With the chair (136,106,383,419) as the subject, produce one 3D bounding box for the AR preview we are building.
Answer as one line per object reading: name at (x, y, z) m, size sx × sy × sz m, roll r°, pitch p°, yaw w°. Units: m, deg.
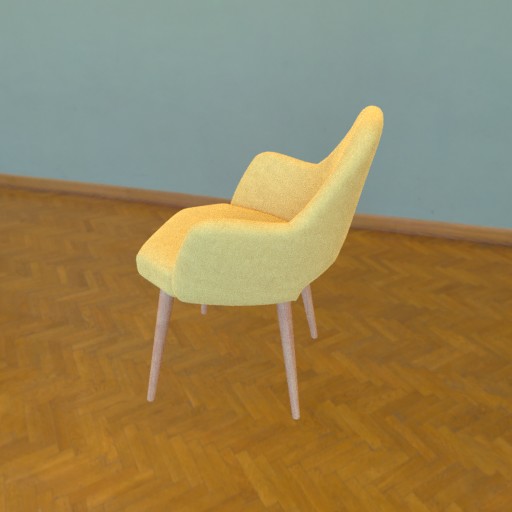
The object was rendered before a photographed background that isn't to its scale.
chair at (0.000, 0.000, 1.287) m, size 0.610 × 0.840 × 0.590 m, roll 7°, pitch 30°, yaw 13°
